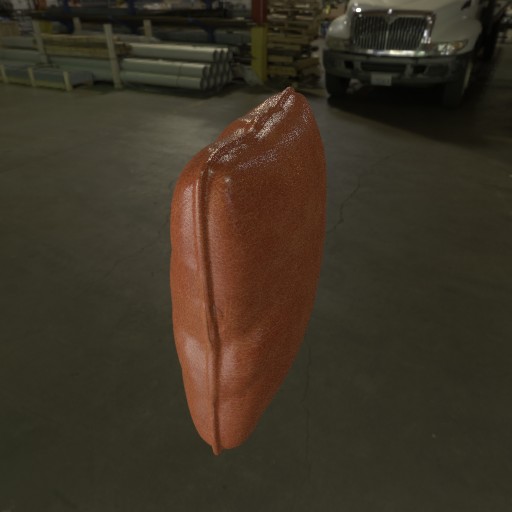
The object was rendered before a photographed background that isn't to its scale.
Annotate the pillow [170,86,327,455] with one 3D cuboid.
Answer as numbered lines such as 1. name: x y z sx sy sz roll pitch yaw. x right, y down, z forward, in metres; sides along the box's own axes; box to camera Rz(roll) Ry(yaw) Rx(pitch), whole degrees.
1. pillow: 0.000 0.000 0.828 0.236 0.523 0.532 8 32 14
